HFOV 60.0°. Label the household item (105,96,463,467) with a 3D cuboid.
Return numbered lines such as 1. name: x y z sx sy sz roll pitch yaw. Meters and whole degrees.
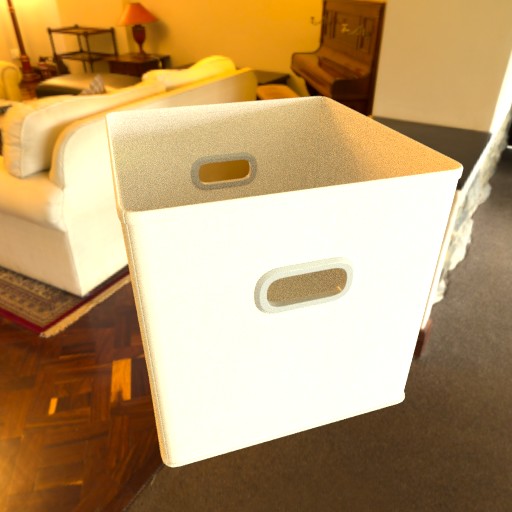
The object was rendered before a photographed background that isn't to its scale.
1. household item: 0.000 0.000 0.554 0.305 0.305 0.305 -10 33 -15
